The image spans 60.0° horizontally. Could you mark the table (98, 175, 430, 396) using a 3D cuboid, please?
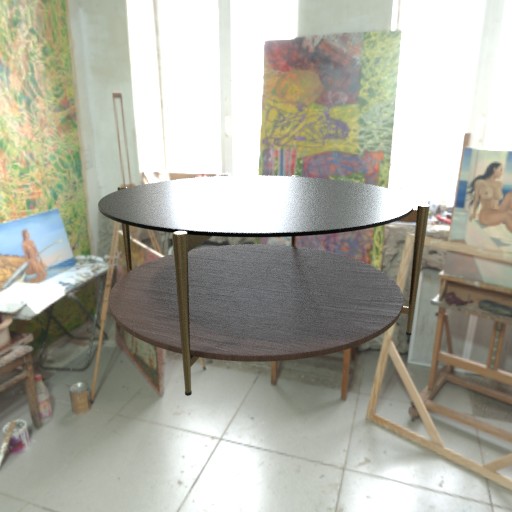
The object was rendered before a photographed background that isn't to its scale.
[{"bbox_3d":[0.000,0.000,1.450,0.938,0.400,0.938,-3,18,-10],"label":"table"}]
